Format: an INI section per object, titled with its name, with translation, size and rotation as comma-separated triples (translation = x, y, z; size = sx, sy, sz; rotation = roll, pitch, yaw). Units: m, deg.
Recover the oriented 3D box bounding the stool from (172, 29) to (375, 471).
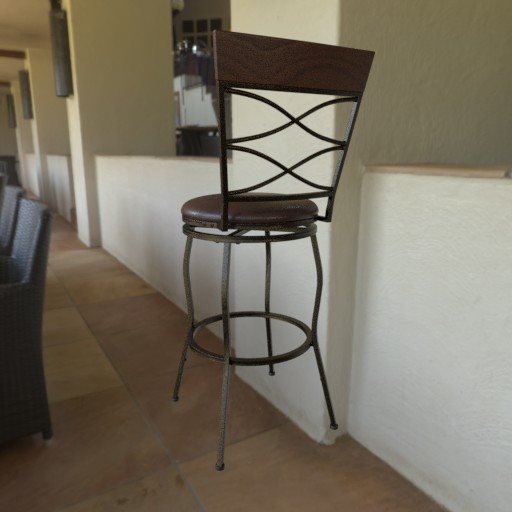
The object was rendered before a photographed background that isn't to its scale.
[stool]
translation = 0.000, 0.000, 1.369
size = 0.448, 1.130, 0.513
rotation = -7, 15, -27
